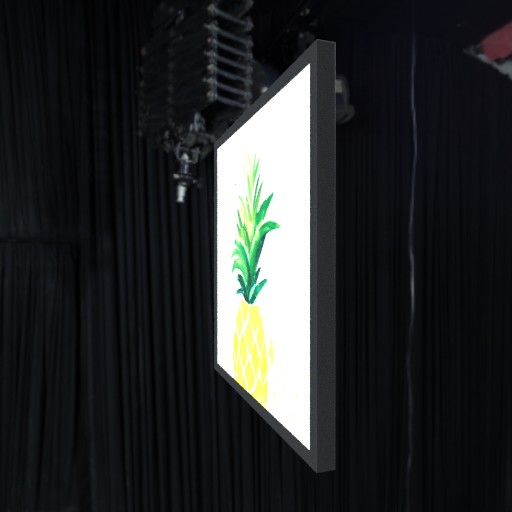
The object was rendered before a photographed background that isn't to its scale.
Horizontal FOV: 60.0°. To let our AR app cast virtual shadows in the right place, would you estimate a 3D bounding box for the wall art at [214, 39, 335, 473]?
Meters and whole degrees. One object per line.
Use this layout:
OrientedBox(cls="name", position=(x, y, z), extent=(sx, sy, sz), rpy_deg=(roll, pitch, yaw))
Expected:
OrientedBox(cls="wall art", position=(0.000, 0.000, 1.143), extent=(0.037, 0.760, 0.762), rpy_deg=(0, 0, -19))
